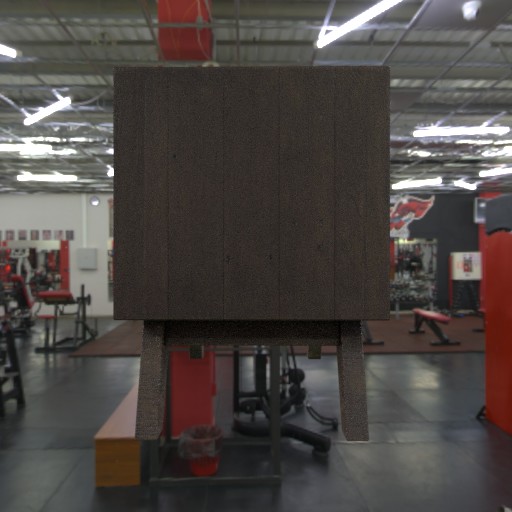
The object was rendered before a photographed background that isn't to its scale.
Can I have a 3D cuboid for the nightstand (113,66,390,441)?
[{"bbox_3d":[0.000,0.000,1.023,0.450,0.599,0.650,0,0,0],"label":"nightstand"}]
